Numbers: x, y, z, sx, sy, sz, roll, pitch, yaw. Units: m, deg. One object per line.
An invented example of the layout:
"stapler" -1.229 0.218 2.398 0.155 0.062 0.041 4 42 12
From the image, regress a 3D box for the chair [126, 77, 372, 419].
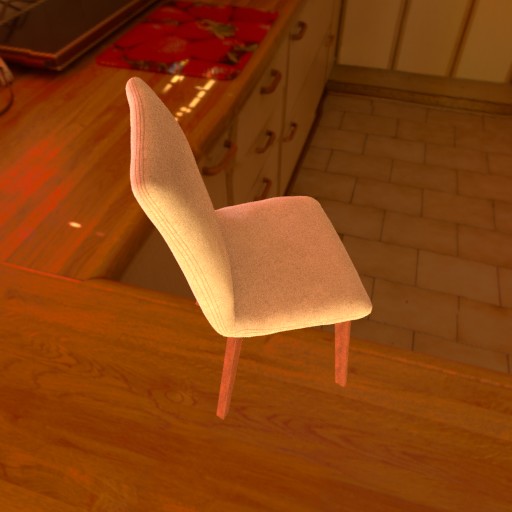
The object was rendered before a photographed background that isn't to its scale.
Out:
"chair" 0.000 0.000 1.319 0.563 0.974 0.522 -10 48 -9
